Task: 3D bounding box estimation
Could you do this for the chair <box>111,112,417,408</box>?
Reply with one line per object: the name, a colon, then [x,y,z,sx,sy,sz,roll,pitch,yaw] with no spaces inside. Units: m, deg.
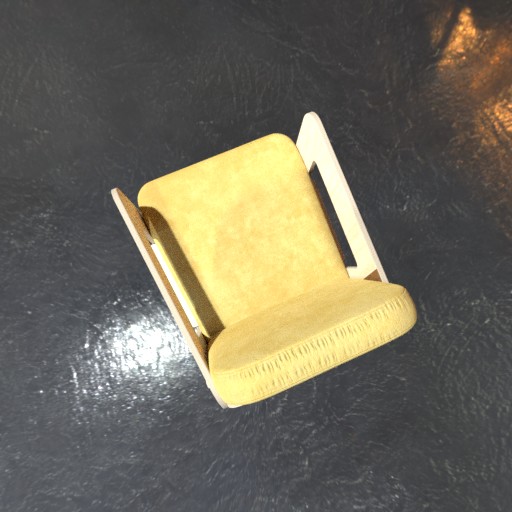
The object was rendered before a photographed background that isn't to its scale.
chair: [0.000,0.000,1.281,0.590,0.800,0.710,-23,76,-6]
